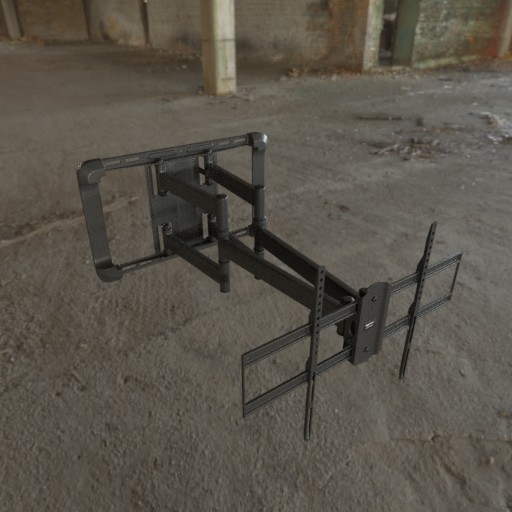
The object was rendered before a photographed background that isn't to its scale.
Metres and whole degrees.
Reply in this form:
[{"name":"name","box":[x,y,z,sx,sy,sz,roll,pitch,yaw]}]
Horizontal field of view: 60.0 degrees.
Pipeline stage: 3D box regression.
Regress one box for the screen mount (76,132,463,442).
[{"name":"screen mount","box":[0.000,0.000,1.335,0.725,0.483,0.905,-19,34,-31]}]
